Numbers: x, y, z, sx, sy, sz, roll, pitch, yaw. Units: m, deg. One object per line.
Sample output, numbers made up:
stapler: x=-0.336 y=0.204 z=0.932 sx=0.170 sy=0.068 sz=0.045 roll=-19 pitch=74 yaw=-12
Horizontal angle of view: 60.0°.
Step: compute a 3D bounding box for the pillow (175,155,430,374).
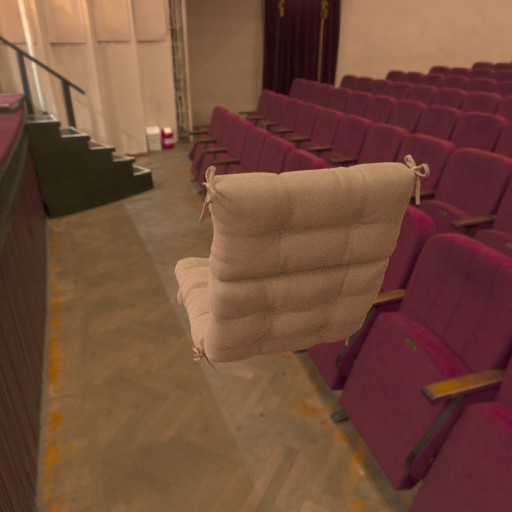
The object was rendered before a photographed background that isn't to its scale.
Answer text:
pillow: x=0.000 y=0.000 z=1.516 sx=0.526 sy=0.863 sz=1.016 roll=-7 pitch=27 yaw=-15
